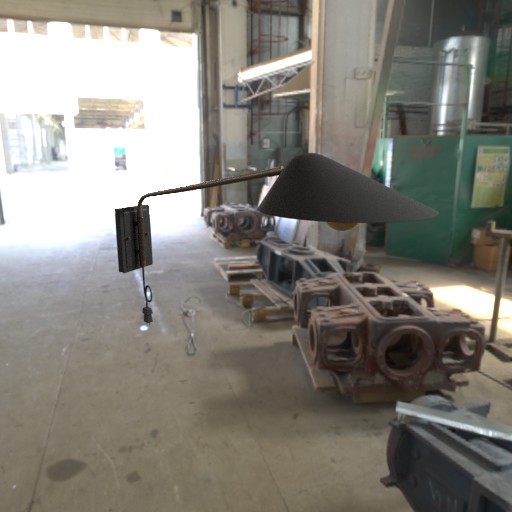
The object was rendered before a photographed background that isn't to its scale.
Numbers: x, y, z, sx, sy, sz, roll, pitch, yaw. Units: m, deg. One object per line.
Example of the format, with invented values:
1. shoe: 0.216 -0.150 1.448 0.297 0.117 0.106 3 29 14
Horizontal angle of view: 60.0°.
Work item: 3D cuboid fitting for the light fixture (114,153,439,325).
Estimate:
1. light fixture: 0.000 0.000 0.689 0.516 0.312 0.240 7 15 28
